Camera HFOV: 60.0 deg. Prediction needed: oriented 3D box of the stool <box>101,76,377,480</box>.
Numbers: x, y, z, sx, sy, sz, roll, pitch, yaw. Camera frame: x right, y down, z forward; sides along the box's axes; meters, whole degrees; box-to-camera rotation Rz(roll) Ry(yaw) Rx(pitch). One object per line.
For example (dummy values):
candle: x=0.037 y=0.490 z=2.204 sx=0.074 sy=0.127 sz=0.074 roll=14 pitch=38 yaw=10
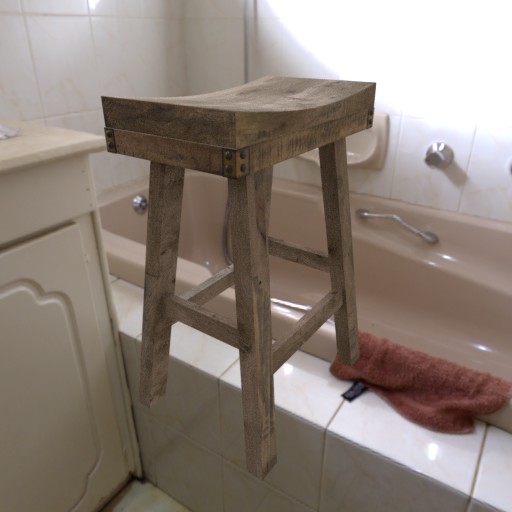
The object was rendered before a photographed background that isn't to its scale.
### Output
stool: x=0.000 y=0.000 z=0.892 sx=0.330 sy=0.635 sz=0.450 roll=18 pitch=32 yaw=31
